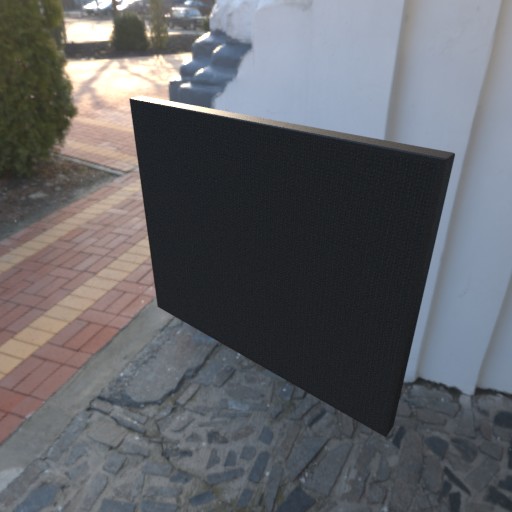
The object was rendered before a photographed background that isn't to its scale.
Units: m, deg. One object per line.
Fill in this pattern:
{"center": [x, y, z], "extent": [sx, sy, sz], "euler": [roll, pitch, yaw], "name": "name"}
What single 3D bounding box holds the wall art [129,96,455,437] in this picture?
{"center": [0.000, 0.000, 0.759], "extent": [0.559, 0.458, 0.029], "euler": [22, 36, 33], "name": "wall art"}
